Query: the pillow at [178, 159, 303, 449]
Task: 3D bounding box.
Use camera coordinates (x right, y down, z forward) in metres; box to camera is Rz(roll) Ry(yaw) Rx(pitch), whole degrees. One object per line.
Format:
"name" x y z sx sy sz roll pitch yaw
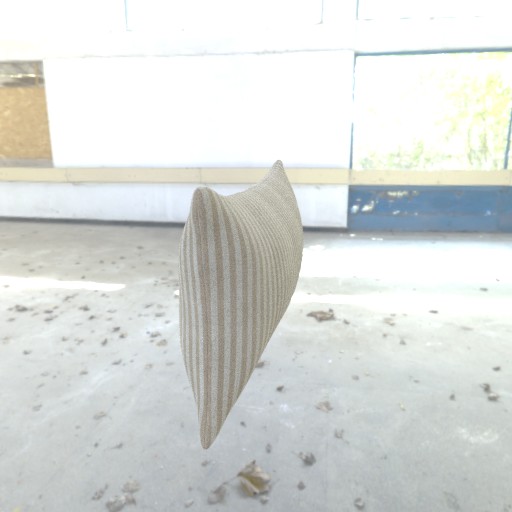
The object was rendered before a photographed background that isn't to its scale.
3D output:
"pillow" 0.000 0.000 0.751 0.151 0.295 0.617 3 15 10
